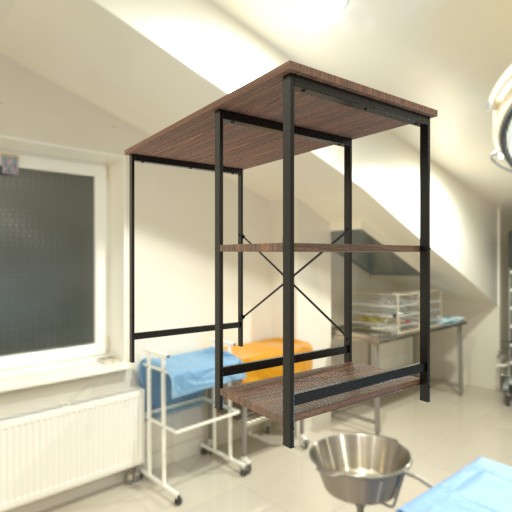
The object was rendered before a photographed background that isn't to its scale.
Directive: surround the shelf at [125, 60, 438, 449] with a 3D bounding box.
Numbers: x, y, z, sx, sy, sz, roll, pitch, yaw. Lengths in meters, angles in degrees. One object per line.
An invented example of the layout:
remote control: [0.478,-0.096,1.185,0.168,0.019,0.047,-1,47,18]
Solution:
shelf: [0.000,0.000,1.357,0.498,0.750,0.902,0,0,-36]
